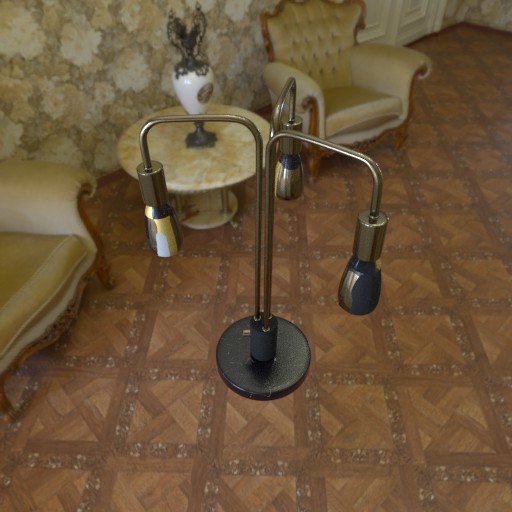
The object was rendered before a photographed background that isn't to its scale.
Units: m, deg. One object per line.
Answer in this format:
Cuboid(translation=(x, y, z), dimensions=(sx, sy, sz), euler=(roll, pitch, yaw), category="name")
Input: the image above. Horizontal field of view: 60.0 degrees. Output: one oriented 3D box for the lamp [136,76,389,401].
Cuboid(translation=(0.000, 0.000, 0.808), dimensions=(0.368, 0.560, 0.355), euler=(0, 43, 0), category="lamp")
